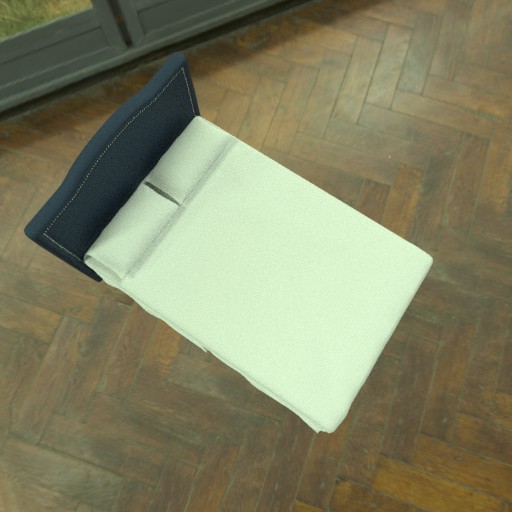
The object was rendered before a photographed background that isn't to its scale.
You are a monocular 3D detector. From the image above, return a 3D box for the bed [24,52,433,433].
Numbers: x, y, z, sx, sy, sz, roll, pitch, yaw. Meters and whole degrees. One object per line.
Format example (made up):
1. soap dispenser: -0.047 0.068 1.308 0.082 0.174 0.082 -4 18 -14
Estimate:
1. bed: 0.000 0.000 3.459 2.507 1.441 1.741 33 77 8
